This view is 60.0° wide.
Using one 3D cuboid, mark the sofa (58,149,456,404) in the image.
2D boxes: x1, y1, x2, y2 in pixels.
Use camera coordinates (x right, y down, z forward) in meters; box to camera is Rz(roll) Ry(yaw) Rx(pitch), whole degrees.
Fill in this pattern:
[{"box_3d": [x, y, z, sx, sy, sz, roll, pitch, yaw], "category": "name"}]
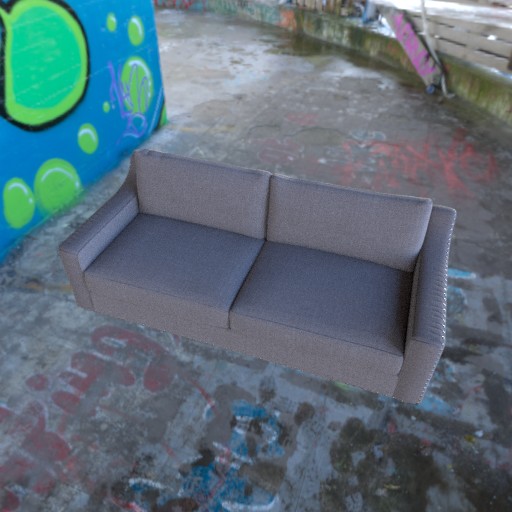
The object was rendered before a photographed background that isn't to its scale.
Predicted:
[{"box_3d": [0.000, 0.000, 2.761, 2.208, 0.857, 1.000, 13, 42, 15], "category": "sofa"}]
